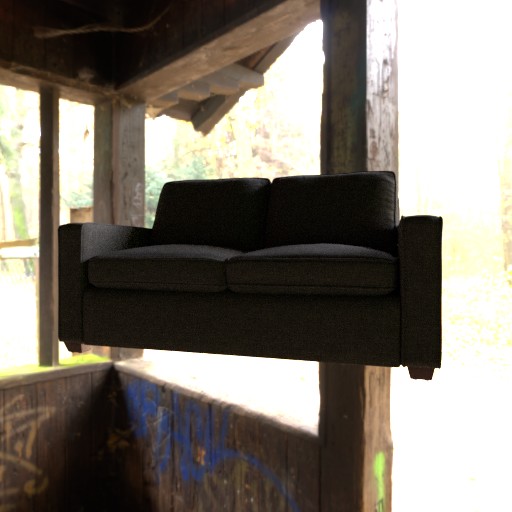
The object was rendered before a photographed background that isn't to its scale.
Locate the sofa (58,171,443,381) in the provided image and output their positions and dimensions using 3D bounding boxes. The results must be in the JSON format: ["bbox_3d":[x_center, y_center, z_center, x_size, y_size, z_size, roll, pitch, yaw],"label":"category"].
[{"bbox_3d":[0.000,0.000,2.275,1.709,0.918,0.947,0,1,17],"label":"sofa"}]
